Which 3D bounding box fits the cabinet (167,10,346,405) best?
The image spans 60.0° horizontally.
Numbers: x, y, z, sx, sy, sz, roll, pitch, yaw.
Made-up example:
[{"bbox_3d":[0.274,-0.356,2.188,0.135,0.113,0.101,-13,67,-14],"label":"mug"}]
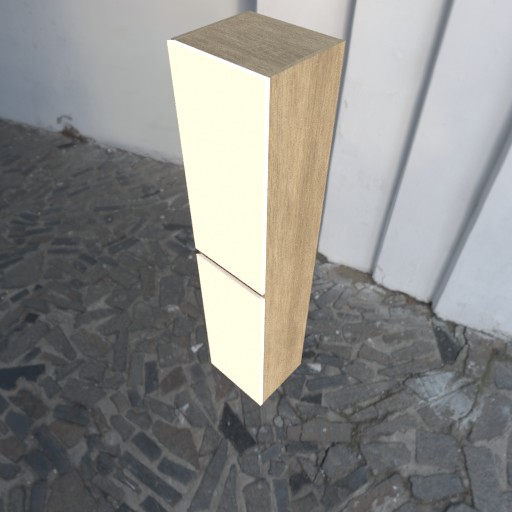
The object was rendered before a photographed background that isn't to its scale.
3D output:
[{"bbox_3d":[0.000,0.000,1.502,0.300,1.400,0.270,34,55,28],"label":"cabinet"}]
